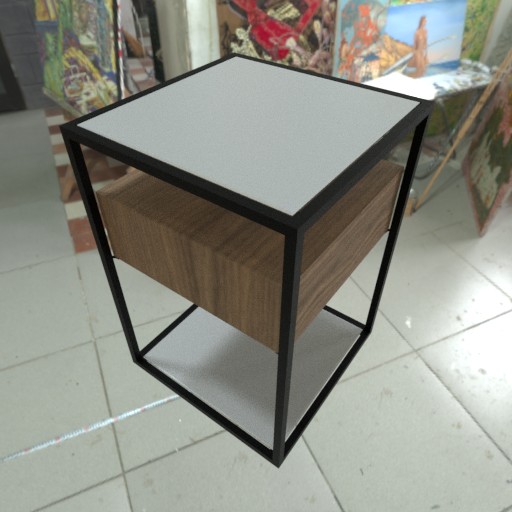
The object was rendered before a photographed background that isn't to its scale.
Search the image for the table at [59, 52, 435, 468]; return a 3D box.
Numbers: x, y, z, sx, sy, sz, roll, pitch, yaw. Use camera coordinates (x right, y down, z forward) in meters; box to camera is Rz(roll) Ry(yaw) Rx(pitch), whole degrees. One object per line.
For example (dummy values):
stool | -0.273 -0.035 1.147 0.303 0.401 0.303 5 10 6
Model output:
table | 0.000 0.000 0.803 0.378 0.540 0.378 26 48 26
